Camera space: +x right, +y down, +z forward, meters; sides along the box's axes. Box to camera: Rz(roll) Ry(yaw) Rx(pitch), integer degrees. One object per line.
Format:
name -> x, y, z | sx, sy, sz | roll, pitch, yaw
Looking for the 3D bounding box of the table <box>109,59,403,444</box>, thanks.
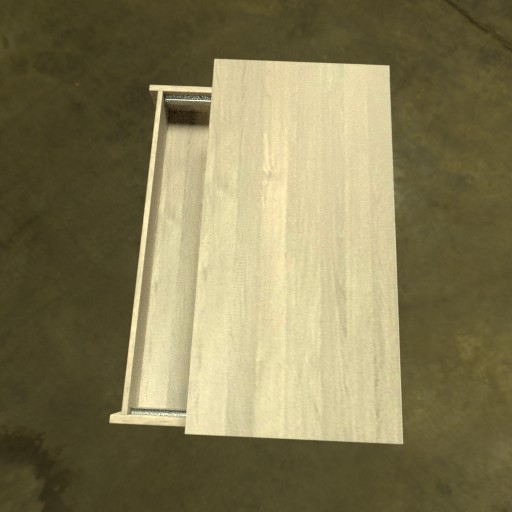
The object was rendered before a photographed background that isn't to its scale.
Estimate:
table -> 0.000, 0.000, 1.409 | 0.712, 0.570, 1.000 | 2, 75, 1
